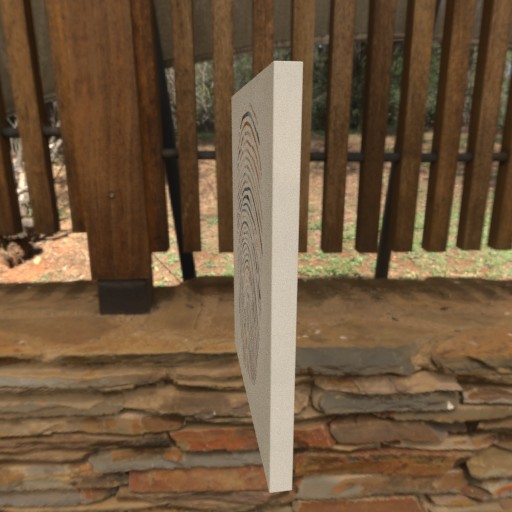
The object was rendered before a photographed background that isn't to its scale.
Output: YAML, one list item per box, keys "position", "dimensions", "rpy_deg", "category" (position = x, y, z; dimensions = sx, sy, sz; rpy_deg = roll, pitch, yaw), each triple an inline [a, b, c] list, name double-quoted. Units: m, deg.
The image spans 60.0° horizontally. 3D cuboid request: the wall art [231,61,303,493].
- position: [0.000, 0.000, 0.837]
  dimensions: [0.037, 0.606, 0.508]
  rpy_deg: [-2, 15, -8]
  category: "wall art"
